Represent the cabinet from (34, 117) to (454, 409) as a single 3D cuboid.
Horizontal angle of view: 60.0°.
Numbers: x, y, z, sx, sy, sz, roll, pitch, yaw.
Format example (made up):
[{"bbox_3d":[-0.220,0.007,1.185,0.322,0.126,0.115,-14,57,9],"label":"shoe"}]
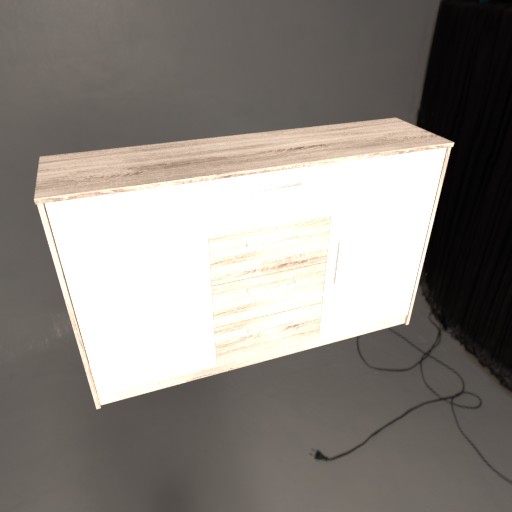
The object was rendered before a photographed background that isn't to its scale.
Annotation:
[{"bbox_3d":[0.000,0.000,1.829,1.450,0.900,0.380,-11,34,-17],"label":"cabinet"}]
